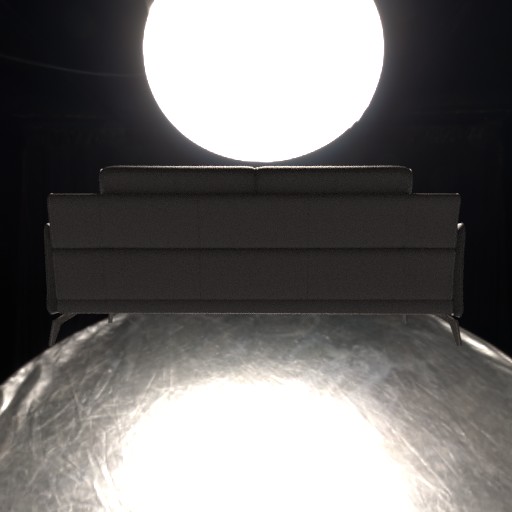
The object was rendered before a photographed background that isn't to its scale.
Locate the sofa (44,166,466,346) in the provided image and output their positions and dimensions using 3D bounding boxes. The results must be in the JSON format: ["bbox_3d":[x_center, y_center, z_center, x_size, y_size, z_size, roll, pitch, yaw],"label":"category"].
[{"bbox_3d":[0.000,0.000,2.587,2.100,0.900,0.969,0,-1,0],"label":"sofa"}]
